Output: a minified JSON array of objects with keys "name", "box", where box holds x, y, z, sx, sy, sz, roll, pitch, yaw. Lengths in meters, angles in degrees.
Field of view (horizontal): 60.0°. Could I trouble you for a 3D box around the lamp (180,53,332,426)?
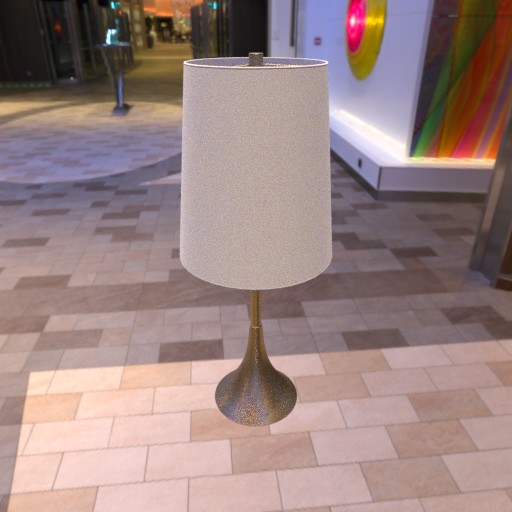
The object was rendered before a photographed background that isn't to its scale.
[{"name":"lamp","box":[0.000,0.000,0.683,0.231,0.569,0.231,0,27,0]}]
